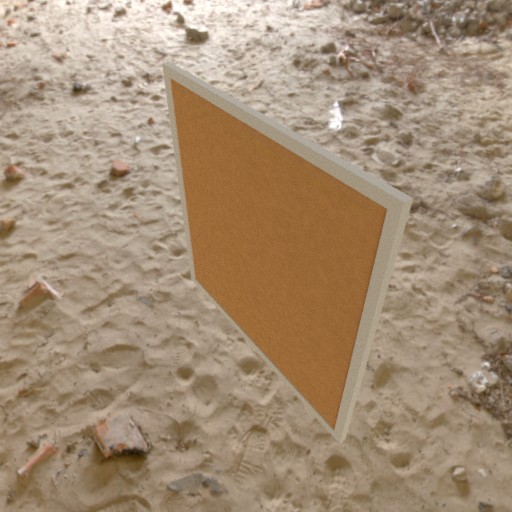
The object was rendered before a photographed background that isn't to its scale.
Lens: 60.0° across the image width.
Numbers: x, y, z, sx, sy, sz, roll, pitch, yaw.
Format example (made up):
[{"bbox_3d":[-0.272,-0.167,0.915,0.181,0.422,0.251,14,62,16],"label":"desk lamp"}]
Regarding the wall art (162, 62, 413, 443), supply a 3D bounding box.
[{"bbox_3d":[0.000,0.000,0.684,0.012,0.457,0.457,-26,48,-27],"label":"wall art"}]
